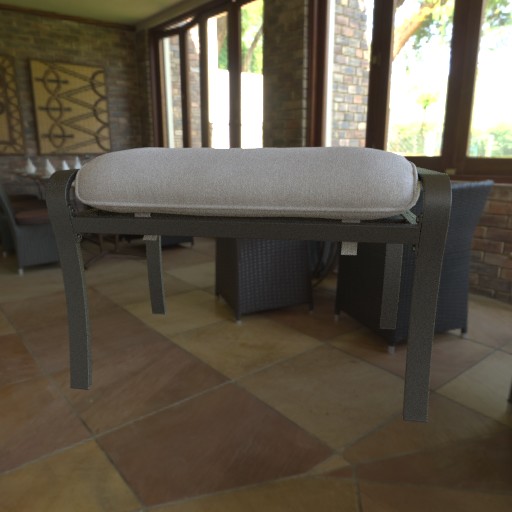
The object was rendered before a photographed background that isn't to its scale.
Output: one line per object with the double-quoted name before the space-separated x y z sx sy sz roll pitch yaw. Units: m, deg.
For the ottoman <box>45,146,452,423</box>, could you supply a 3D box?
"ottoman" 0.000 0.000 0.878 0.610 0.422 0.406 2 14 9
